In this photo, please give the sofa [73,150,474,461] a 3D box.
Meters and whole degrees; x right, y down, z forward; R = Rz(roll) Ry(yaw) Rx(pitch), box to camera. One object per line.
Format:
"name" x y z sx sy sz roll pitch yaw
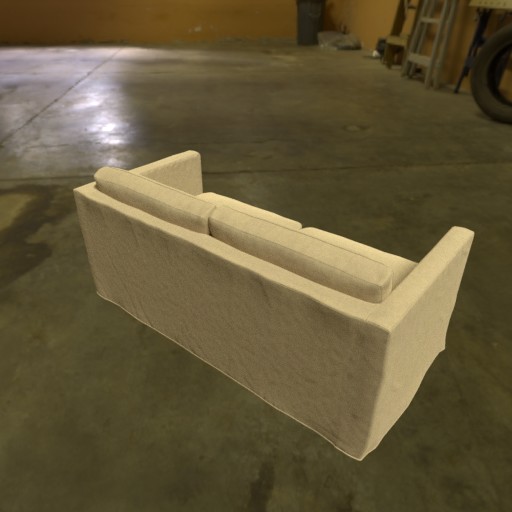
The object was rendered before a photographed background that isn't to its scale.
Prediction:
"sofa" 0.000 0.000 2.439 1.959 0.835 0.962 23 38 33
